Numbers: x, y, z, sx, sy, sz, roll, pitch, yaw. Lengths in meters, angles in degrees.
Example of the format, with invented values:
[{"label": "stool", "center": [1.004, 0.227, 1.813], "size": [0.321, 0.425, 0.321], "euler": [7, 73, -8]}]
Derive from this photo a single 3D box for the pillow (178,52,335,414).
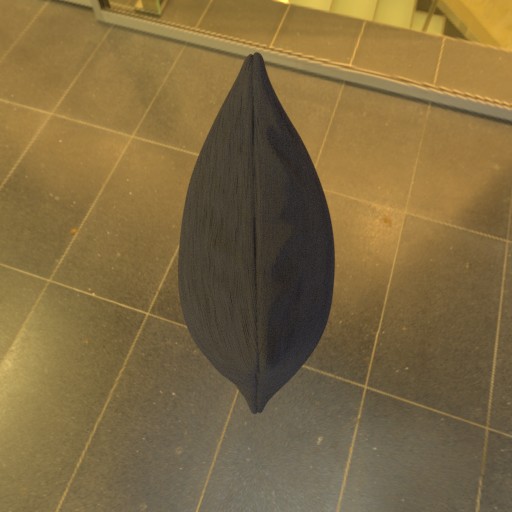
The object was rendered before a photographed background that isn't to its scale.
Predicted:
[{"label": "pillow", "center": [0.000, 0.000, 0.695], "size": [0.246, 0.414, 0.432], "euler": [-1, 65, 0]}]
